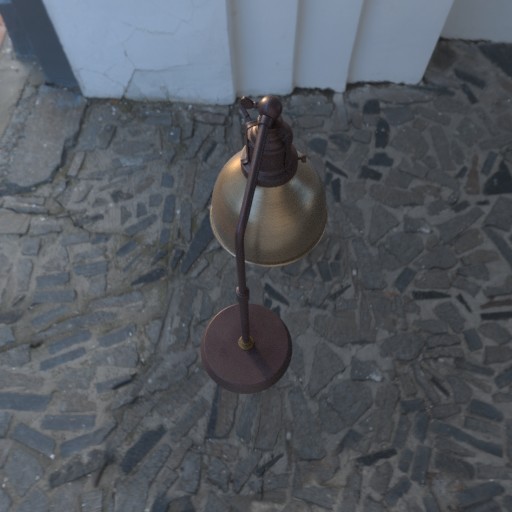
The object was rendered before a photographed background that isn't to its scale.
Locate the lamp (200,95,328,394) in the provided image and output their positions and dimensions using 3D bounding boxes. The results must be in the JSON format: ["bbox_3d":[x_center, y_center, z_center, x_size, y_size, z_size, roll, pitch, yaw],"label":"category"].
[{"bbox_3d":[0.000,0.000,0.619,0.175,0.469,0.298,17,64,8],"label":"lamp"}]
